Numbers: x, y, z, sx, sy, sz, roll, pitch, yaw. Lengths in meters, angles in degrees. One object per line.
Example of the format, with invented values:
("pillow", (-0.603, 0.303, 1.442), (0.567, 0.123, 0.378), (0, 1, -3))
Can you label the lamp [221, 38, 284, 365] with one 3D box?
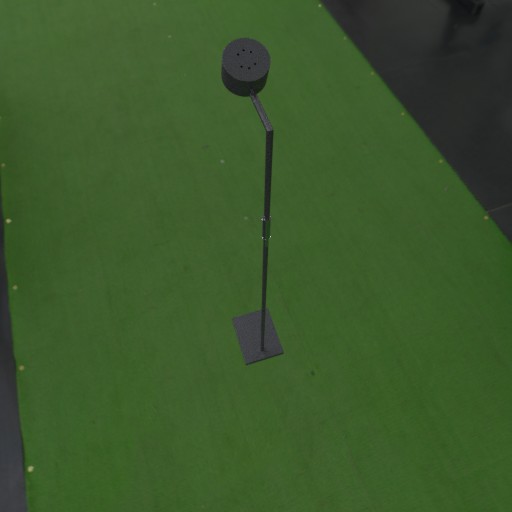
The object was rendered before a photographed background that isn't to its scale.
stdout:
("lamp", (0.000, 0.000, 1.678), (0.203, 1.600, 0.304), (-15, 60, -9))
